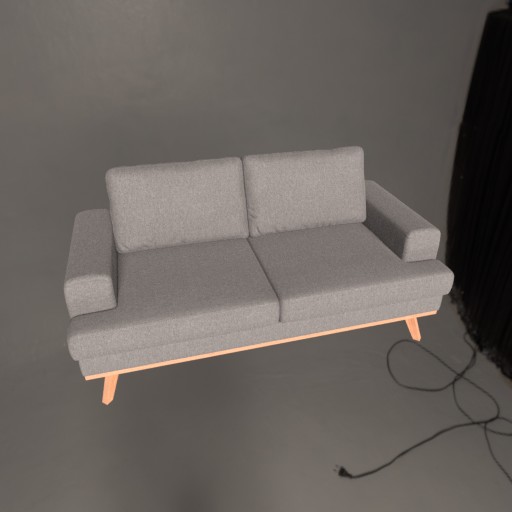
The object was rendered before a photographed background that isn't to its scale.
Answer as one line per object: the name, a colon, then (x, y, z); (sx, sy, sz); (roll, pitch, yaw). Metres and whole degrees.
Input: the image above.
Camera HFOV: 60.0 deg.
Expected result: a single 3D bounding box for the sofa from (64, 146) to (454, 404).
sofa: (0.000, 0.000, 2.100); (1.650, 0.810, 0.785); (-8, 32, -13)
